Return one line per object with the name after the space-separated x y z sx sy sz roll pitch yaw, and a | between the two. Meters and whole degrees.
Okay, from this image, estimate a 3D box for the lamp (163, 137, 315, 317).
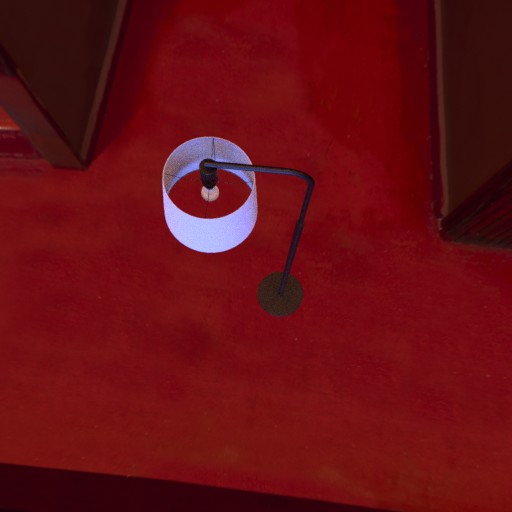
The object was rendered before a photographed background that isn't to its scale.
0.000 0.000 1.681 0.508 1.478 0.254 4 74 1 | lamp
